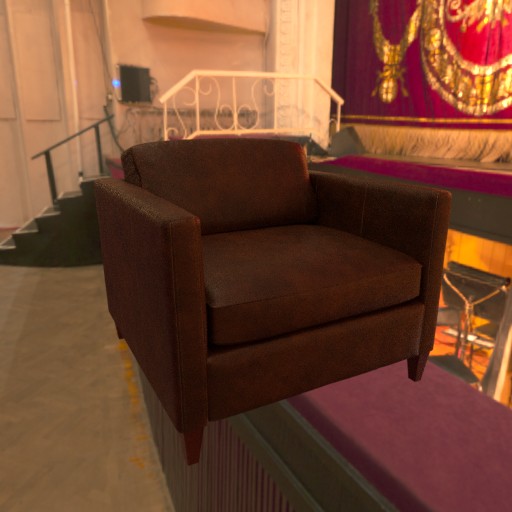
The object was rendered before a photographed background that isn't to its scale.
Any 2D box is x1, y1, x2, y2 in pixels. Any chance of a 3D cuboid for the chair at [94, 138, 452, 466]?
[{"bbox_3d":[0.000,0.000,1.699,0.990,0.864,0.975,-9,18,-27],"label":"chair"}]
